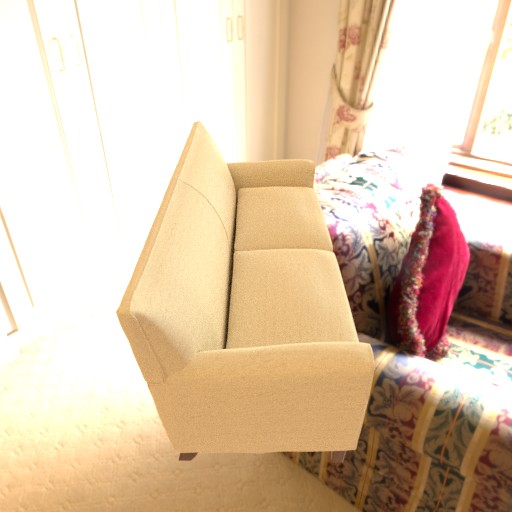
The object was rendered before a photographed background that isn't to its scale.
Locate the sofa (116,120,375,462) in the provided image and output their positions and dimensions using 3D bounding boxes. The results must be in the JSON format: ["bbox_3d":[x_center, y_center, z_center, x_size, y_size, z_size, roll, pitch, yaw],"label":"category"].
[{"bbox_3d":[0.000,0.000,2.384,0.841,0.907,2.001,0,33,0],"label":"sofa"}]
